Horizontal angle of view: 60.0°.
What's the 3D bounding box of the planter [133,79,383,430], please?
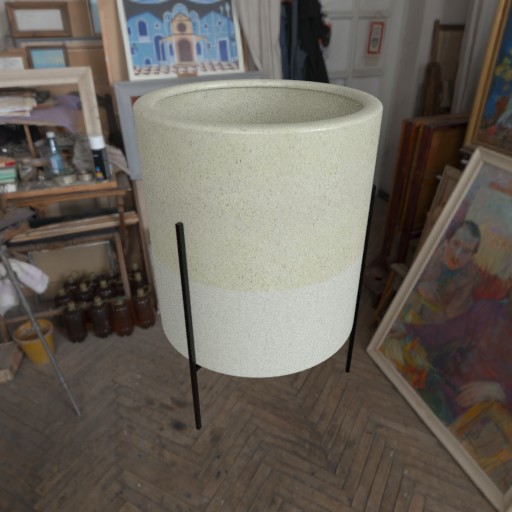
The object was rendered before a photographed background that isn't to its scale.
[{"bbox_3d":[0.000,0.000,0.706,0.324,0.483,0.333,19,35,29],"label":"planter"}]
